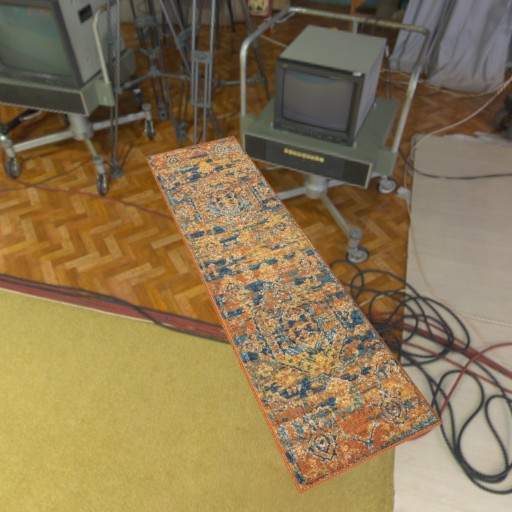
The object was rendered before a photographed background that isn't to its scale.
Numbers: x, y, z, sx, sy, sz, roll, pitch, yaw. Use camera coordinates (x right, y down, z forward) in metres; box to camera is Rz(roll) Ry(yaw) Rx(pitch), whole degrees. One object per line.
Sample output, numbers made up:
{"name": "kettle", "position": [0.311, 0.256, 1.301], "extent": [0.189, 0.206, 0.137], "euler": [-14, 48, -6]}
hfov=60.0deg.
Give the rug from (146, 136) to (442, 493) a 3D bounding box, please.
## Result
{"name": "rug", "position": [0.000, 0.000, 2.400], "extent": [0.651, 0.016, 2.274], "euler": [-18, 50, -16]}
